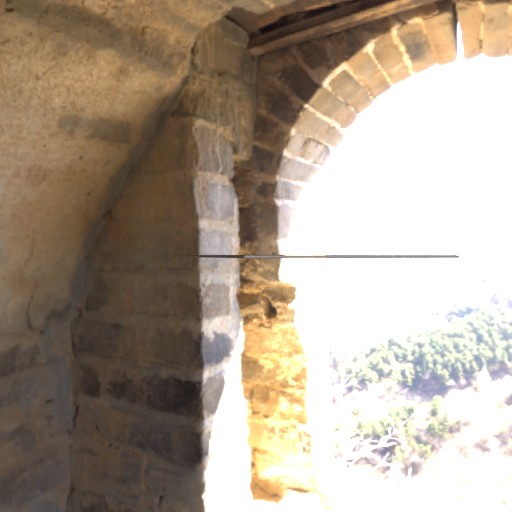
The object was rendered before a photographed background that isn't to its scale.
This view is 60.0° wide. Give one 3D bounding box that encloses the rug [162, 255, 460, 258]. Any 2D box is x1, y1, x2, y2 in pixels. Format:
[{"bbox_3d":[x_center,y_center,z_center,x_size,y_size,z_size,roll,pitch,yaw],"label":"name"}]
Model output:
[{"bbox_3d":[0.000,0.000,2.700,0.864,0.012,2.388,0,0,-18],"label":"rug"}]
